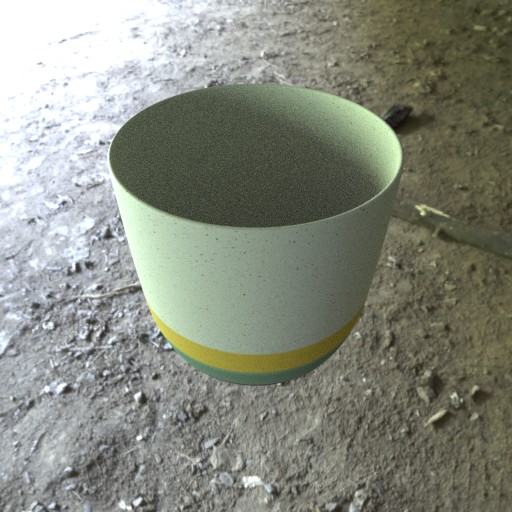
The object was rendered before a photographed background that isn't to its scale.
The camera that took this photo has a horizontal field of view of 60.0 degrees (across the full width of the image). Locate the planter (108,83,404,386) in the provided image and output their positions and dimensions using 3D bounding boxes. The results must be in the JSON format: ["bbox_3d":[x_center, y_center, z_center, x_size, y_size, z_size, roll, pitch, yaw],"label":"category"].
[{"bbox_3d":[0.000,0.000,0.370,0.195,0.214,0.195,0,42,0],"label":"planter"}]
